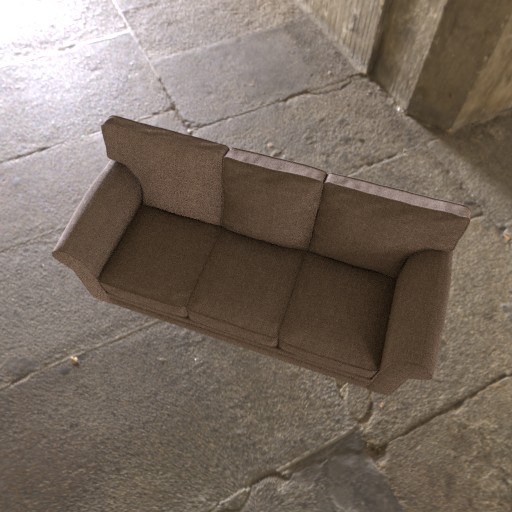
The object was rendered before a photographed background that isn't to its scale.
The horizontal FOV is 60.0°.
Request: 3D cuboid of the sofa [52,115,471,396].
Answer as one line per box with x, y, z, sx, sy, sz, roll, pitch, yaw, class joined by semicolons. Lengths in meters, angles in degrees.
0.000;0.000;2.574;2.084;0.961;0.916;17;61;9;sofa
